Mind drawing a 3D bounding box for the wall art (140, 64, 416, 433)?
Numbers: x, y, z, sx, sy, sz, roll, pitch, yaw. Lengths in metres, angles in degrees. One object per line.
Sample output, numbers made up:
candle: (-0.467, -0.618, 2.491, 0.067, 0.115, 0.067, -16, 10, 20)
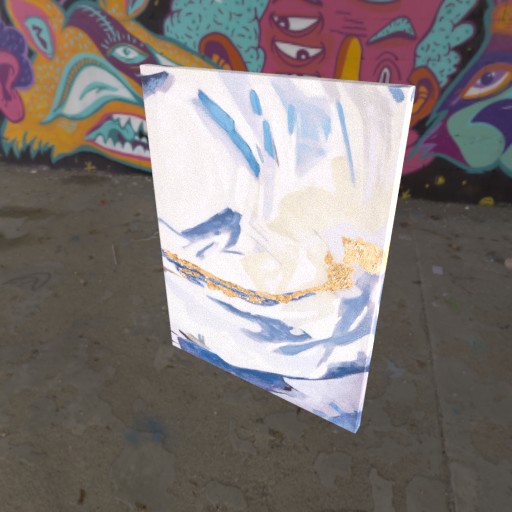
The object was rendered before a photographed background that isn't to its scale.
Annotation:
wall art: (0.000, 0.000, 1.324, 0.761, 1.015, 0.038, 18, 34, 29)
